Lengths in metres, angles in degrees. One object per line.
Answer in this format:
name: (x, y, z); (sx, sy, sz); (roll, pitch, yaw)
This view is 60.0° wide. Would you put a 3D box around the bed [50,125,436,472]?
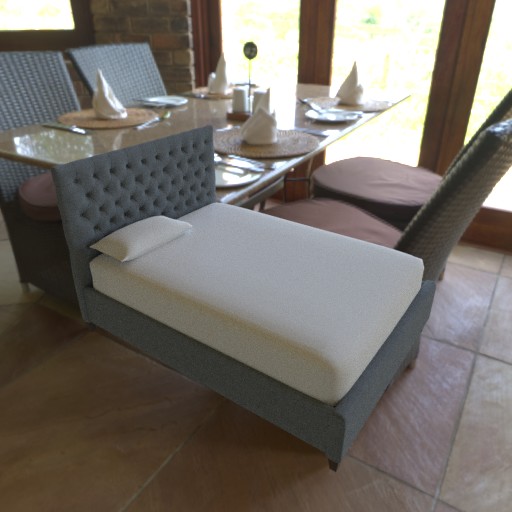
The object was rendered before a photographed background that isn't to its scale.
bed: (0.000, 0.000, 3.384); (2.335, 1.411, 1.698); (19, 33, 31)
